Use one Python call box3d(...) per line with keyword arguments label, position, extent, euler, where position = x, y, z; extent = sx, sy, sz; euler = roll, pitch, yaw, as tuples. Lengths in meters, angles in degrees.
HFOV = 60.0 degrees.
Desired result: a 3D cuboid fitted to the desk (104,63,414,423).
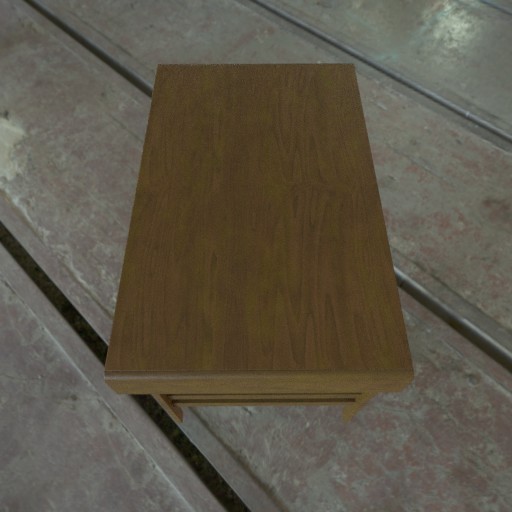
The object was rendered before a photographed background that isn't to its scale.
box3d(label="desk", position=(0.000, 0.000, 1.528), extent=(0.660, 0.754, 1.066), euler=(0, 59, 0))
